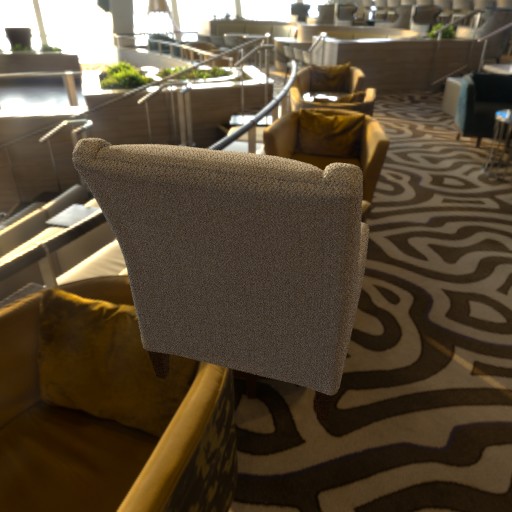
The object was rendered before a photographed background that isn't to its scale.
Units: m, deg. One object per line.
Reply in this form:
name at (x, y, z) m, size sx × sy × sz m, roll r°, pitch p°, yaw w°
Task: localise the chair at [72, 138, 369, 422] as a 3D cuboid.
chair at (0.000, 0.000, 1.649) m, size 0.774 × 1.014 × 0.870 m, roll 9°, pitch 32°, yaw 16°
